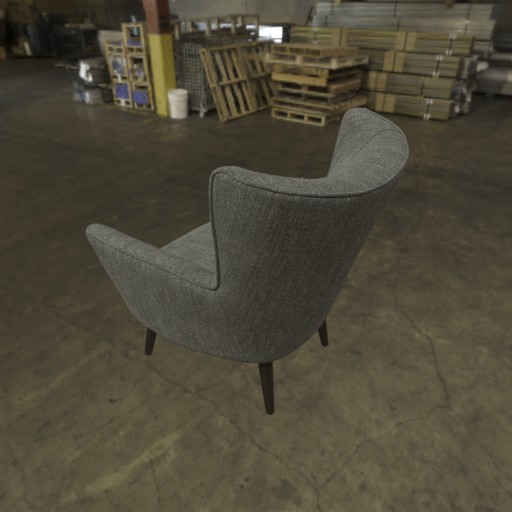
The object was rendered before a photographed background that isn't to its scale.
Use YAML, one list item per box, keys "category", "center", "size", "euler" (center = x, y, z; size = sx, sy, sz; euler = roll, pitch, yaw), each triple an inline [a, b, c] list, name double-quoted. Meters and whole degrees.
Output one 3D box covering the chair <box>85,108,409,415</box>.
- category: "chair"
  center: [0.000, 0.000, 1.566]
  size: [0.888, 0.933, 0.781]
  euler: [19, 36, 29]
